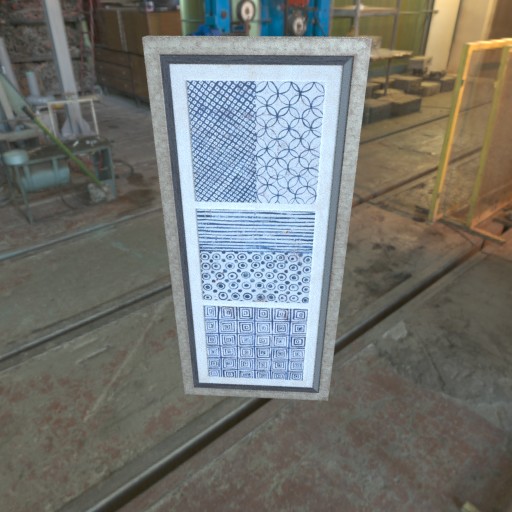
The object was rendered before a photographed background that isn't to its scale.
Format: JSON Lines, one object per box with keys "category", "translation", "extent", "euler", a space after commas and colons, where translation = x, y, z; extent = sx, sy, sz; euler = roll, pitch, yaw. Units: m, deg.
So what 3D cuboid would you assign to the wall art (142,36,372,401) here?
{"category": "wall art", "translation": [0.000, 0.000, 1.644], "extent": [0.648, 1.461, 0.051], "euler": [2, 31, 3]}
